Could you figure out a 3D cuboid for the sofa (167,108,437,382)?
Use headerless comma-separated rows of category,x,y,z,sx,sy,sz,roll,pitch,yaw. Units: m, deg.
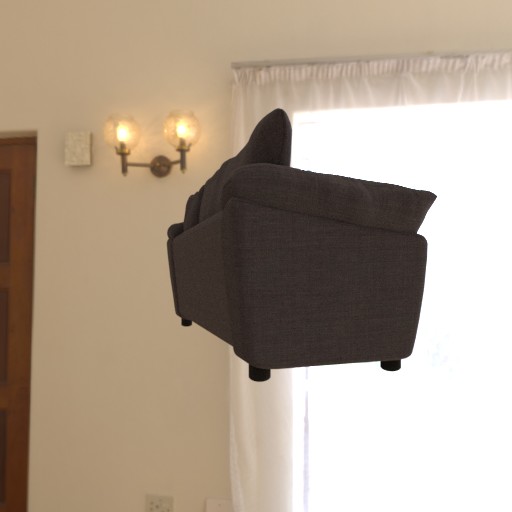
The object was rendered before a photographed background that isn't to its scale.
sofa,0.000,0.000,2.804,0.883,1.080,2.336,1,-2,-18
